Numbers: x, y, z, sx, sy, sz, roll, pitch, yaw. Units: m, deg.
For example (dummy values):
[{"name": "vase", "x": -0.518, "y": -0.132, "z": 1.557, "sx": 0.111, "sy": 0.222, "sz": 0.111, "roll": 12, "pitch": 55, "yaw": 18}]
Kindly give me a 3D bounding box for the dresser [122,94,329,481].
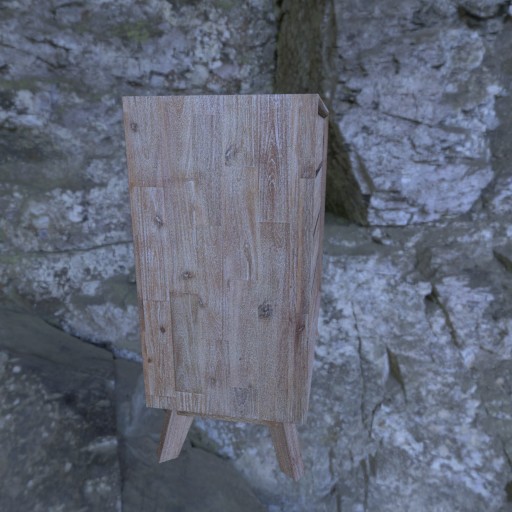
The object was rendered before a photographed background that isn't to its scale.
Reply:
[{"name": "dresser", "x": 0.000, "y": 0.000, "z": 1.607, "sx": 0.455, "sy": 1.029, "sz": 0.998, "roll": 3, "pitch": 16, "yaw": 10}]
